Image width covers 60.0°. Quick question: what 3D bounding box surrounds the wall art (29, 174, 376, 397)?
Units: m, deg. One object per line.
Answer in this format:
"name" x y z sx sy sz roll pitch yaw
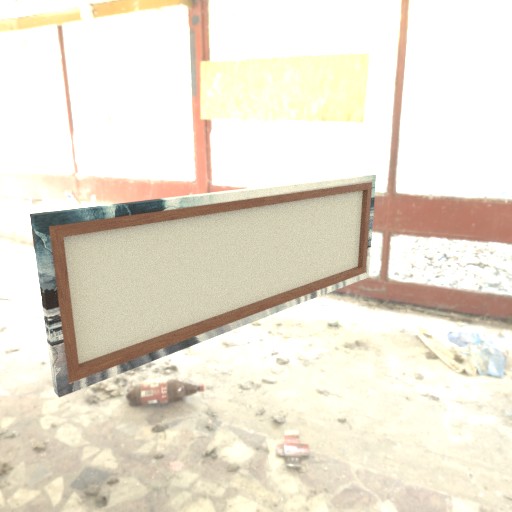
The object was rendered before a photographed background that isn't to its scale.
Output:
"wall art" 0.000 0.000 1.666 1.524 0.509 0.037 -14 21 -41
